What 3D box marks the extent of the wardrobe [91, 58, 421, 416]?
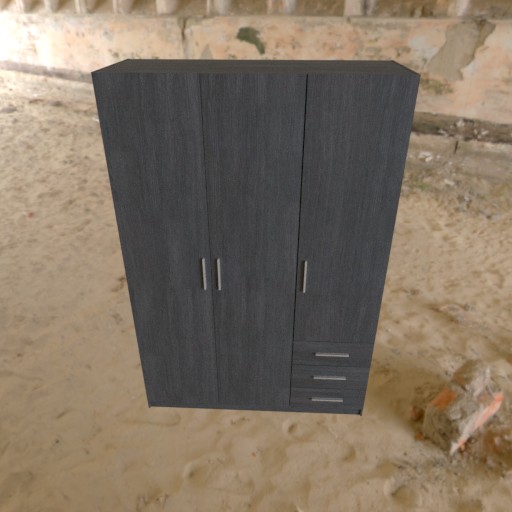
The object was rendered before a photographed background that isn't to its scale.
[{"bbox_3d":[0.000,0.000,2.407,1.290,1.910,0.510,1,30,2],"label":"wardrobe"}]
